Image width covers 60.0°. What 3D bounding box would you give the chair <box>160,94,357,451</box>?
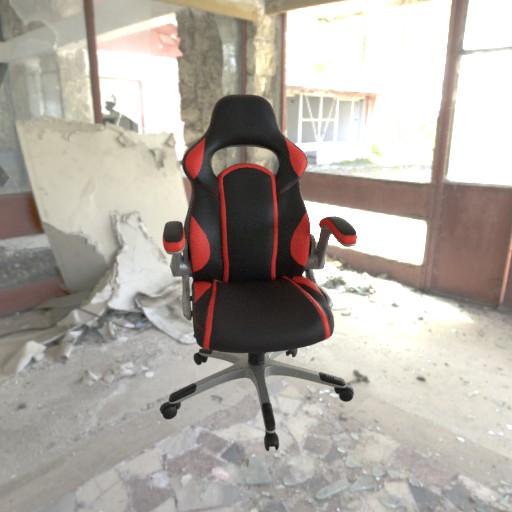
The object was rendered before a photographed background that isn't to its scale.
[{"bbox_3d":[0.000,0.000,1.641,0.758,1.165,0.712,-3,17,-9],"label":"chair"}]
